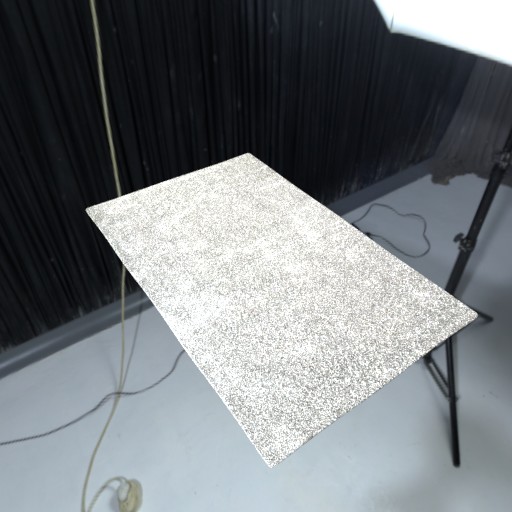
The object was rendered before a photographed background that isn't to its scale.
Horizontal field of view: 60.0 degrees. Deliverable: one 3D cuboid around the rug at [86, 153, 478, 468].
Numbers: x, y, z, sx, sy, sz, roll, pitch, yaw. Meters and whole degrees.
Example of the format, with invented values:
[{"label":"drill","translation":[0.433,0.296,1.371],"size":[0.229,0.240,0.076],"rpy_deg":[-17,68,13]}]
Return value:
[{"label":"rug","translation":[0.000,0.000,2.959],"size":[1.502,0.025,2.350],"rpy_deg":[-25,47,-26]}]
